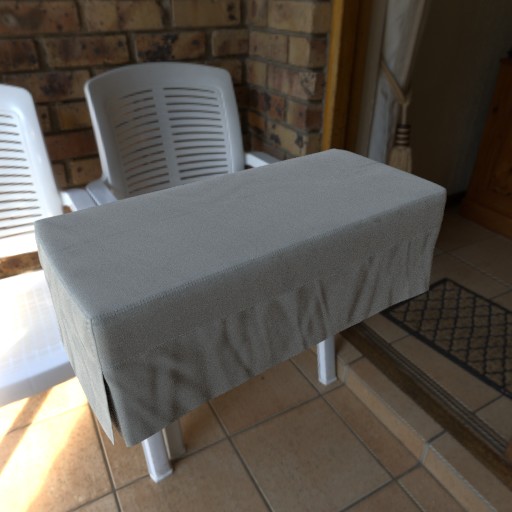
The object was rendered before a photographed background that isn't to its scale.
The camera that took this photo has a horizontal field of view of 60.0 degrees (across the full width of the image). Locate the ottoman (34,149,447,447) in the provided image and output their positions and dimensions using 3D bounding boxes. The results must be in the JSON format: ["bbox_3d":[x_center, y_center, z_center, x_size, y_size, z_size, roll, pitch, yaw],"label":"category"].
[{"bbox_3d":[0.000,0.000,1.642,1.388,0.457,0.665,-20,36,-29],"label":"ottoman"}]
